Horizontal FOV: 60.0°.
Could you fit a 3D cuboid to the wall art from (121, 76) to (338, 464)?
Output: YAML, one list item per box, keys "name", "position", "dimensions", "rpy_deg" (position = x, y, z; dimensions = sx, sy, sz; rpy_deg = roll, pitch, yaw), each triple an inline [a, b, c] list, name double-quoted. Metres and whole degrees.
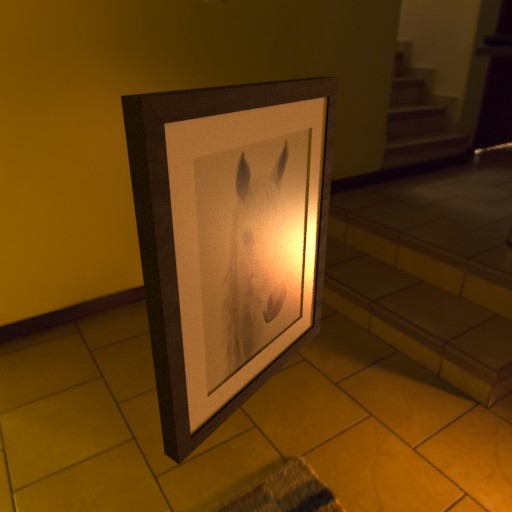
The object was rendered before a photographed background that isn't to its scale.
- name: "wall art"
  position: [0.000, 0.000, 0.762]
  dimensions: [0.034, 0.552, 0.455]
  rpy_deg: [17, 30, 33]
